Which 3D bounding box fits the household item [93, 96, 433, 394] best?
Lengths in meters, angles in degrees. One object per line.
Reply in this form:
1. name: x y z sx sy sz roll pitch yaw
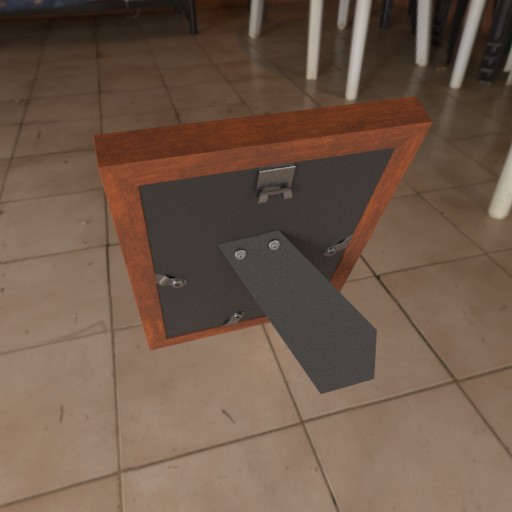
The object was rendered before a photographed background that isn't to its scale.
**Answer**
1. household item: 0.000 0.000 0.289 0.160 0.204 0.096 -11 40 -14
